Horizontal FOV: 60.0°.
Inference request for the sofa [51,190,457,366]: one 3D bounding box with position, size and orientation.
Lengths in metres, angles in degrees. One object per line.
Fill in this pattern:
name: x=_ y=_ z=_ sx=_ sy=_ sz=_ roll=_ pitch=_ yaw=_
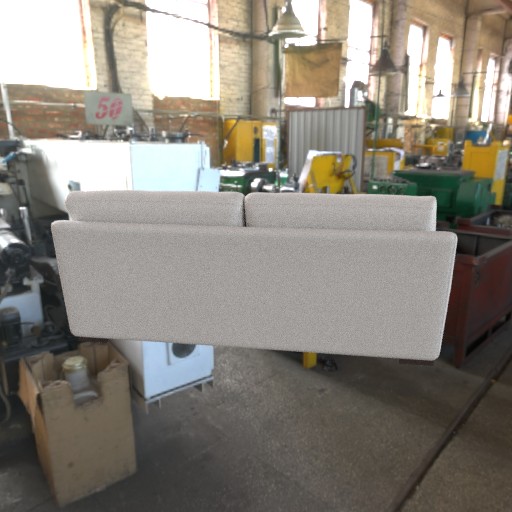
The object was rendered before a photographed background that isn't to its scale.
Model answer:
sofa: x=0.000 y=0.000 z=2.940 sx=2.261 sy=0.940 sz=1.143 roll=2 pitch=15 yaw=8
